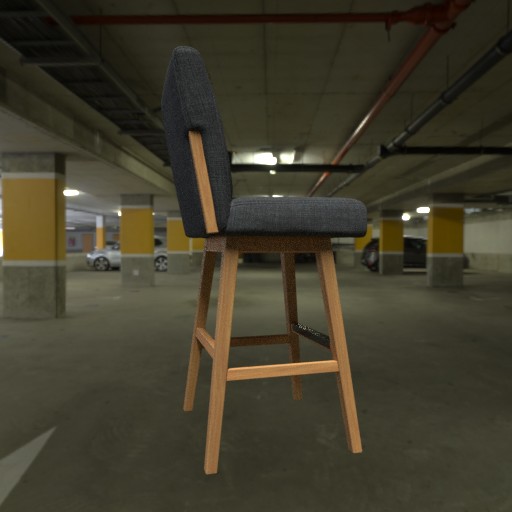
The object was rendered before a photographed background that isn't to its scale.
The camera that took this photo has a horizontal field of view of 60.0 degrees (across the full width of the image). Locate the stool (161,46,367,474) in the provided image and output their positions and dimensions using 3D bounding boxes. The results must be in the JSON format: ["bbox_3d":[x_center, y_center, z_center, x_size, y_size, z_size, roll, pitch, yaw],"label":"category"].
[{"bbox_3d":[0.000,0.000,1.411,0.570,1.112,0.483,0,1,-16],"label":"stool"}]
